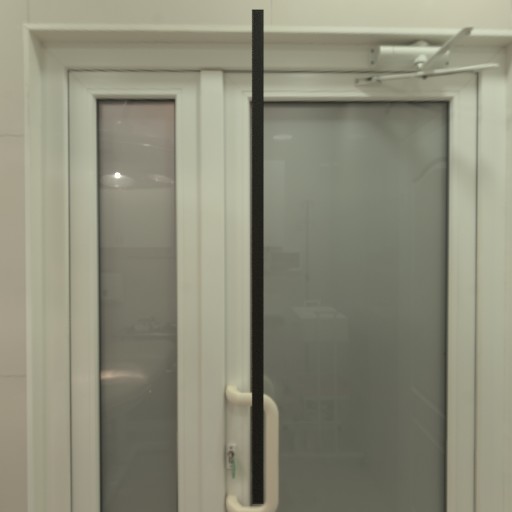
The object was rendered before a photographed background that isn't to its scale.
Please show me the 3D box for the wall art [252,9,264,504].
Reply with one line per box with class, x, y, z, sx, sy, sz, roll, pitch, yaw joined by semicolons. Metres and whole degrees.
wall art;0.000;0.000;0.829;0.016;0.657;0.480;0;1;-1
